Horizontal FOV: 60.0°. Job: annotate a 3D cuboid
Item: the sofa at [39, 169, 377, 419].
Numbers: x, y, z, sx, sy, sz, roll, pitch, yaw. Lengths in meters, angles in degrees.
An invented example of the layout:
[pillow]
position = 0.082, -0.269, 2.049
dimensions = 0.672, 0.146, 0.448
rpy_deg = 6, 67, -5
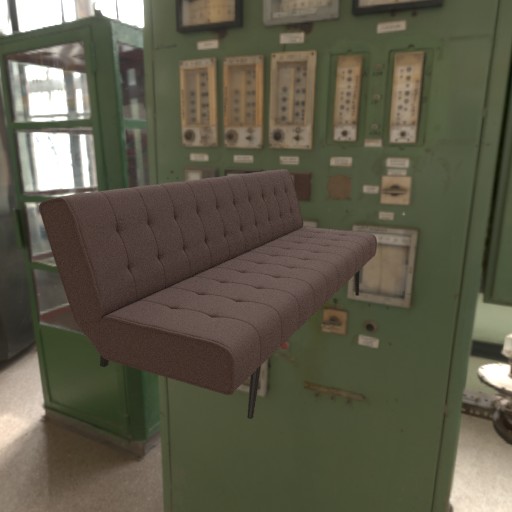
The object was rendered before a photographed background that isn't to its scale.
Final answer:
[sofa]
position = 0.000, 0.000, 2.045
dimensions = 0.747, 0.699, 1.703
rpy_deg = 7, 16, 26
